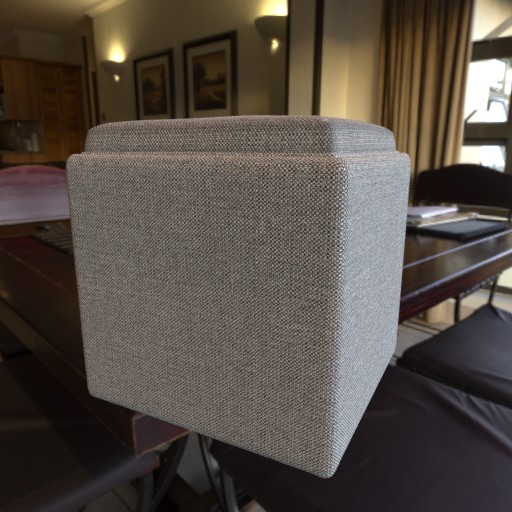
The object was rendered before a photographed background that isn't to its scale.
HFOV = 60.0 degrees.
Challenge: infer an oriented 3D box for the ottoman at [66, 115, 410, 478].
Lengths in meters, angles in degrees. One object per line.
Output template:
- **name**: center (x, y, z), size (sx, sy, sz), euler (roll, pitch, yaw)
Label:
- **ottoman**: center (0.000, 0.000, 0.813), size (0.454, 0.487, 0.436), euler (7, 16, 27)
